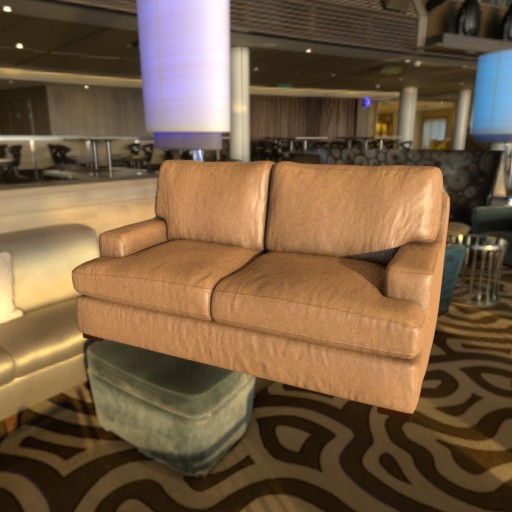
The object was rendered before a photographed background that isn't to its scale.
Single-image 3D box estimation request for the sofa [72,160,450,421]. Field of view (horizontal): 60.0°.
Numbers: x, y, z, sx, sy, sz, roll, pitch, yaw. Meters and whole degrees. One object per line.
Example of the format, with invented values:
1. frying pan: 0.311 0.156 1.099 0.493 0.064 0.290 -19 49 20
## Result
1. sofa: 0.000 0.000 2.403 1.855 0.980 0.962 7 16 25
